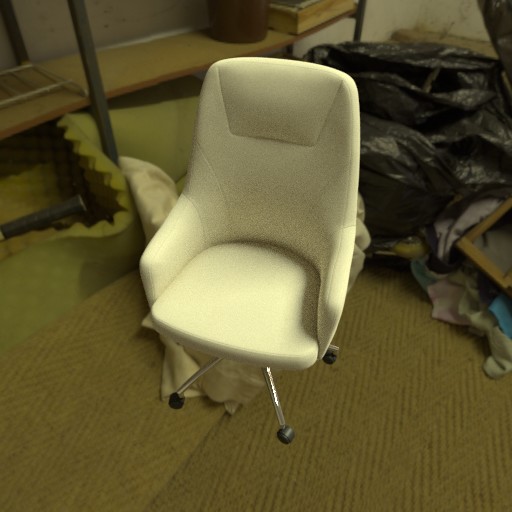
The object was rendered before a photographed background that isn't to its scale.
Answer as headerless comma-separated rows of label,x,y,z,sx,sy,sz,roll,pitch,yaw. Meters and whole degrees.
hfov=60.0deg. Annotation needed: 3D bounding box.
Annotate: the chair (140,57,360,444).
chair,0.000,0.000,1.418,0.620,1.049,0.640,12,43,14
